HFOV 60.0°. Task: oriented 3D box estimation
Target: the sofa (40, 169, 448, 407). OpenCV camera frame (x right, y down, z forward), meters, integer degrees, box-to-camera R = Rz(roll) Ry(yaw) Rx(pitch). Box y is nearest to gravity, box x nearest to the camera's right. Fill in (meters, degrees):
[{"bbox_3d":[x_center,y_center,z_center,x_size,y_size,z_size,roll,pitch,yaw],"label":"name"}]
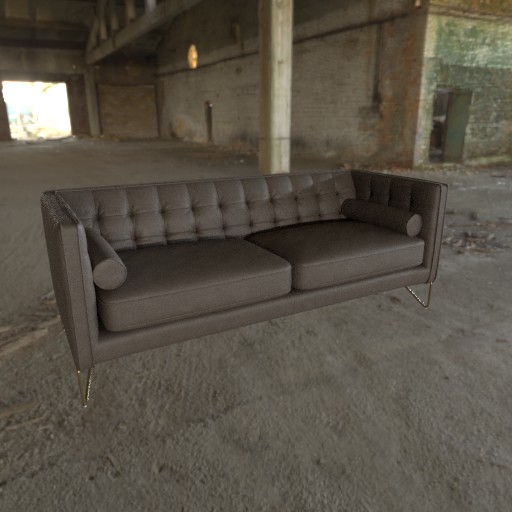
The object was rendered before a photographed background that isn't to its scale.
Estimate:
[{"bbox_3d":[0.000,0.000,2.504,2.087,0.789,0.867,-10,20,-27],"label":"sofa"}]
